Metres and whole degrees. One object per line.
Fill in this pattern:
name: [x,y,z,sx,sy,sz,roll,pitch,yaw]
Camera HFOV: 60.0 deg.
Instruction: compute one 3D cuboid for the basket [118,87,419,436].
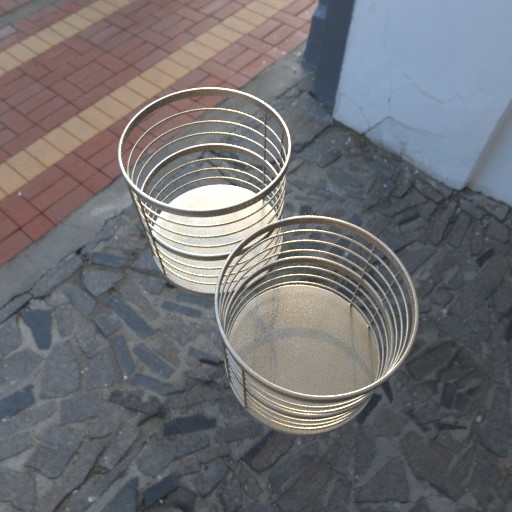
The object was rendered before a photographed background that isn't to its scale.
basket: [0.000,0.000,0.973,0.356,0.351,0.746,-28,62,-17]
